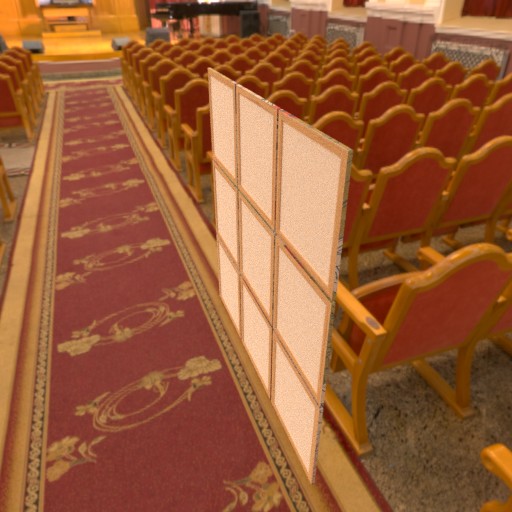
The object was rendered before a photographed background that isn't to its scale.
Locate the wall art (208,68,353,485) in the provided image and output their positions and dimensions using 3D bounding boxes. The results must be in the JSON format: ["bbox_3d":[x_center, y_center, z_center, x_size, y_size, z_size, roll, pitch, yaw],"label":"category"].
[{"bbox_3d":[0.000,0.000,1.750,0.013,1.218,1.206,-11,33,-17],"label":"wall art"}]
